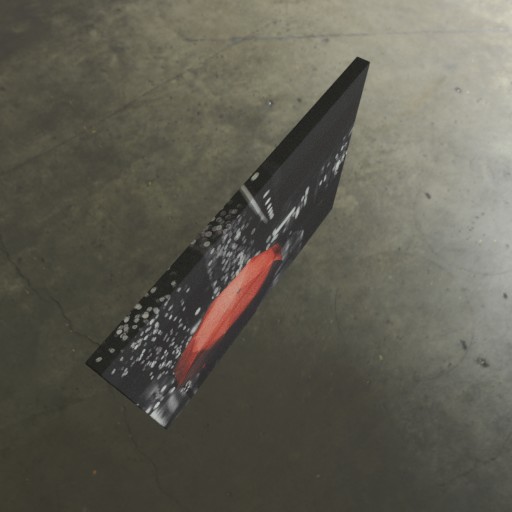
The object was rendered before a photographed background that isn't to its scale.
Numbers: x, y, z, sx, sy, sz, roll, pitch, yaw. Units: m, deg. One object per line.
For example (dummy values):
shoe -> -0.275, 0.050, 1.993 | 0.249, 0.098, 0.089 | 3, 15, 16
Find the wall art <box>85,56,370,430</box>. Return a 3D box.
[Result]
wall art -> 0.000, 0.000, 1.154 | 0.038, 0.609, 0.914 | 31, 65, 16
